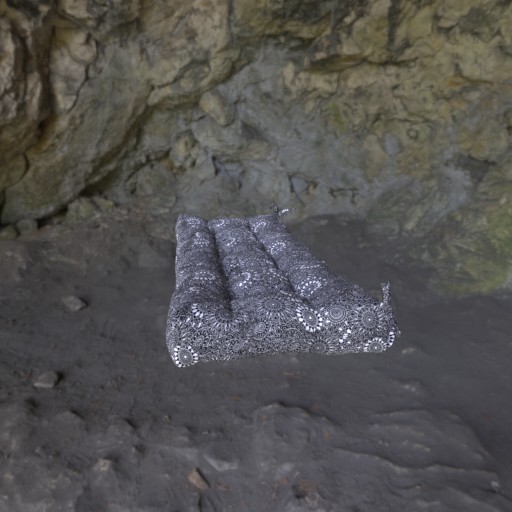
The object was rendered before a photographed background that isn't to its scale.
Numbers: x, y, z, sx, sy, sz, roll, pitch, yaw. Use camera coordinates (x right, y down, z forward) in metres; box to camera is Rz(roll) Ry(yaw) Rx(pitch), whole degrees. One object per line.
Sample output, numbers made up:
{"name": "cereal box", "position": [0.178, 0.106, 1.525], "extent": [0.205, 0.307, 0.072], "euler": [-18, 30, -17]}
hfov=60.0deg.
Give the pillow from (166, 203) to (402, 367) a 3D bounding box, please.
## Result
{"name": "pillow", "position": [0.000, 0.000, 1.375], "extent": [0.511, 0.174, 1.194], "euler": [-2, 15, -9]}
